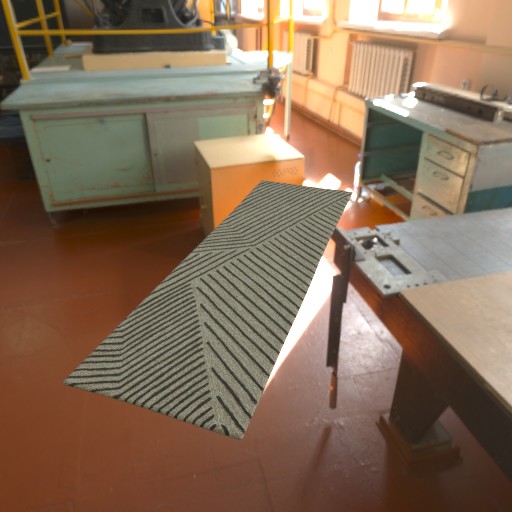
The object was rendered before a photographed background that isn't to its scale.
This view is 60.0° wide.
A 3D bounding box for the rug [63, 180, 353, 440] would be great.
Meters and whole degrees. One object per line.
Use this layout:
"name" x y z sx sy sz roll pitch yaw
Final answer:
"rug" 0.000 0.000 2.649 0.773 0.020 2.439 10 32 17
